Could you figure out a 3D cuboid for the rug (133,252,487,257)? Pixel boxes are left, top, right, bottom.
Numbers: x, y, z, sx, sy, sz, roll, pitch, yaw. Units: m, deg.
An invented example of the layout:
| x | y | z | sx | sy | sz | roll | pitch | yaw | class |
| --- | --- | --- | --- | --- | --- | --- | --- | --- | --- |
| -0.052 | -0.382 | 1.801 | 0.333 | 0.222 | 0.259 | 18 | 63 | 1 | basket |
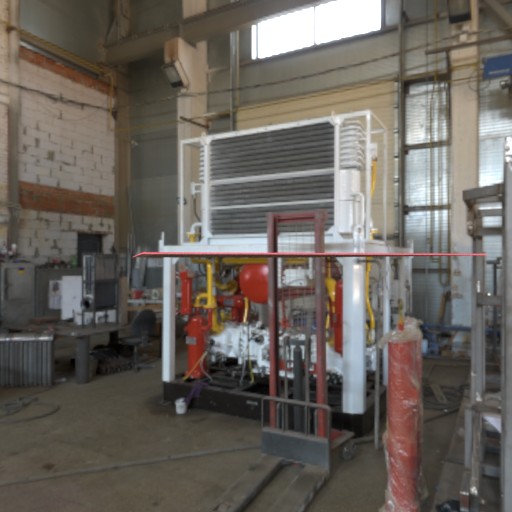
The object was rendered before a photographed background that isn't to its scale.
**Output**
| x | y | z | sx | sy | sz | roll | pitch | yaw | class |
| --- | --- | --- | --- | --- | --- | --- | --- | --- | --- |
| 0.000 | 0.000 | 2.302 | 1.209 | 0.008 | 1.814 | 0 | -1 | -16 | rug |
